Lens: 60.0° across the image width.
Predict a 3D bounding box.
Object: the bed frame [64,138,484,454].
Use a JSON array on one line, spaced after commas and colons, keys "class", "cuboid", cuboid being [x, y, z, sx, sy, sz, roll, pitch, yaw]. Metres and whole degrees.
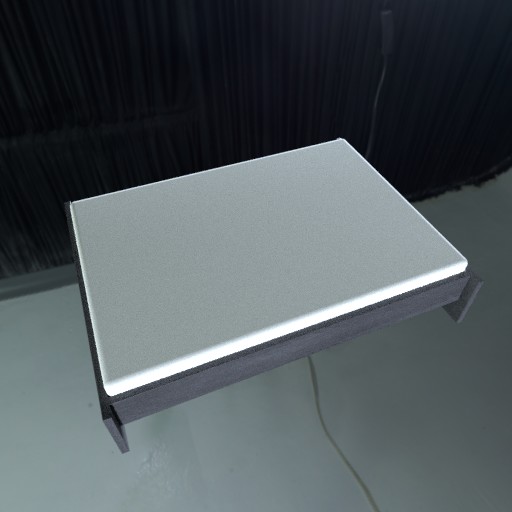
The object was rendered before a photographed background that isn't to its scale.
[{"class": "bed frame", "cuboid": [0.000, 0.000, 2.623, 1.950, 0.432, 1.490, -17, 48, -15]}]
